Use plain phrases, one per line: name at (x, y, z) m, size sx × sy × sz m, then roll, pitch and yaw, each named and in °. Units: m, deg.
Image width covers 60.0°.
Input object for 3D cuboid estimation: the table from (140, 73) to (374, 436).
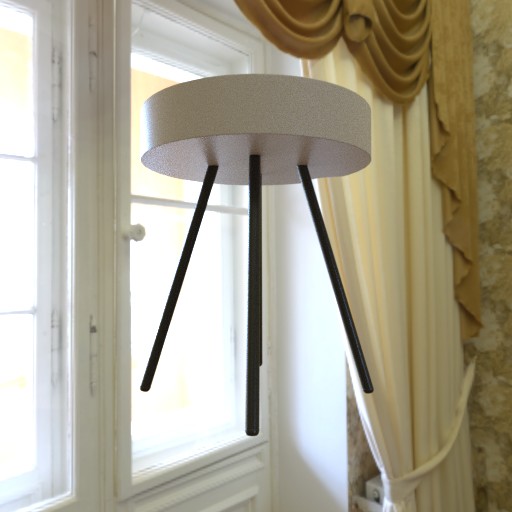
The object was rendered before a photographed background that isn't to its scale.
table at (0.000, 0.000, 0.857) m, size 0.450 × 0.525 × 0.450 m, roll 0°, pitch -1°, yaw 0°
